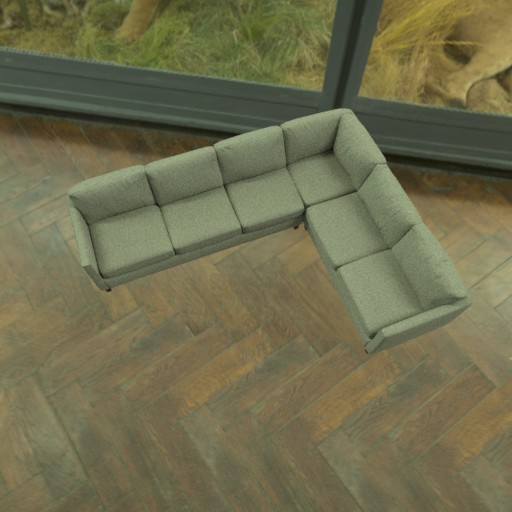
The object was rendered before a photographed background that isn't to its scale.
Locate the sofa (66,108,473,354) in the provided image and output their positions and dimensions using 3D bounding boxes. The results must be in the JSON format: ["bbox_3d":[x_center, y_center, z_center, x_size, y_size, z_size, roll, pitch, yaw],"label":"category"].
[{"bbox_3d":[0.000,0.000,4.508,3.302,0.947,2.593,-19,65,-9],"label":"sofa"}]
